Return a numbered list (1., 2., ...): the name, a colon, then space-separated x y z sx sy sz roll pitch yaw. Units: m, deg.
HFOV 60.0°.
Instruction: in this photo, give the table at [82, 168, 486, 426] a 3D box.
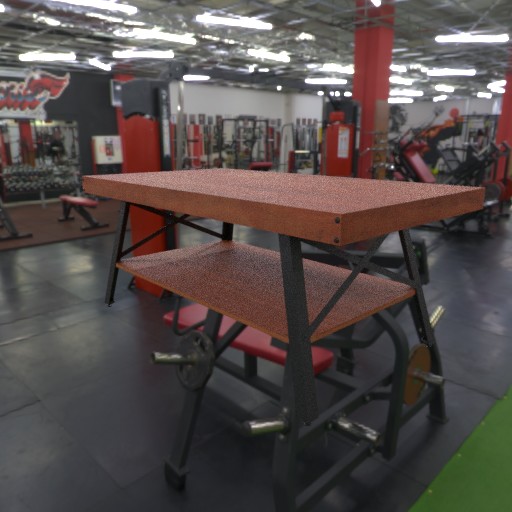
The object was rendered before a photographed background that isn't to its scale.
1. table: 0.000 0.000 1.366 0.610 0.457 1.067 -13 20 -41
